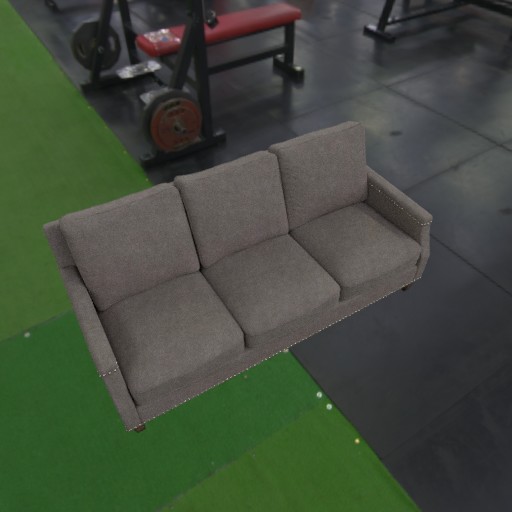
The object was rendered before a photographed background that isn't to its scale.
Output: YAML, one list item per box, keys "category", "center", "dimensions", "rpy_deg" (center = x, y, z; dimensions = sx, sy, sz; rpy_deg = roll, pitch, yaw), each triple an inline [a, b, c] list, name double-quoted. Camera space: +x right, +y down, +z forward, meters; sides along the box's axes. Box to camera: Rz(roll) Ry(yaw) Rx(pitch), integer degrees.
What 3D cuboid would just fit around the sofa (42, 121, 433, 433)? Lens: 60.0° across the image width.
- category: "sofa"
  center: [0.000, 0.000, 2.842]
  dimensions: [2.226, 1.042, 1.034]
  rpy_deg: [-23, 51, -21]
